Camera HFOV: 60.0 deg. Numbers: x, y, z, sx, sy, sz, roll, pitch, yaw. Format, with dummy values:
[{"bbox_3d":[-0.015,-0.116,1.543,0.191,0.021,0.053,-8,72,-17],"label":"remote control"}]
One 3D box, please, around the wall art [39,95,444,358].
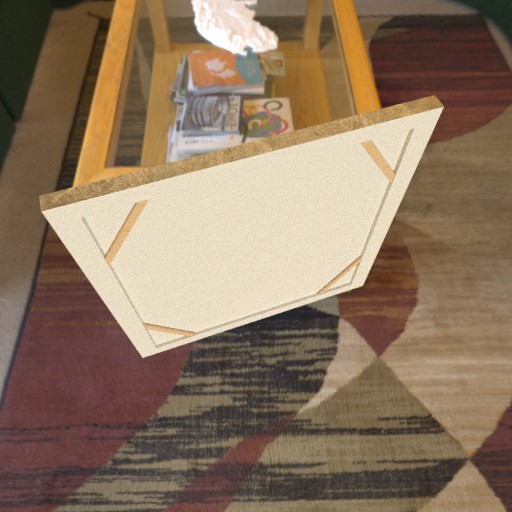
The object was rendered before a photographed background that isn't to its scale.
[{"bbox_3d":[0.000,0.000,1.620,1.092,1.091,0.051,-17,61,-10],"label":"wall art"}]
